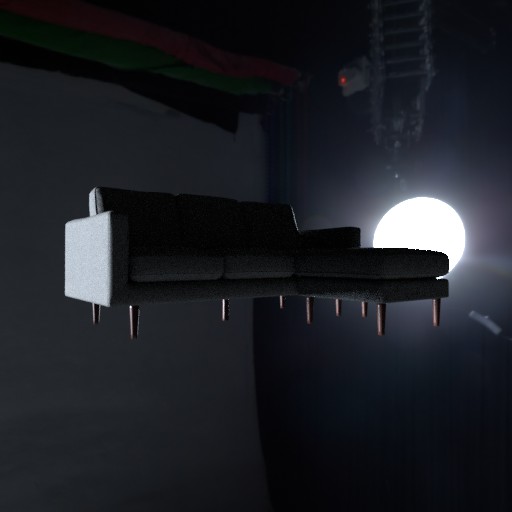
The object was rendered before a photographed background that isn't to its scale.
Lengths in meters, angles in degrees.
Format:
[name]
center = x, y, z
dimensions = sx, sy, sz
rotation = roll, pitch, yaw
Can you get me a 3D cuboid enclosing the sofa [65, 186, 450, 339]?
[sofa]
center = 0.000, 0.000, 3.013
dimensions = 2.055, 0.957, 1.667
rotation = 0, -1, -37
